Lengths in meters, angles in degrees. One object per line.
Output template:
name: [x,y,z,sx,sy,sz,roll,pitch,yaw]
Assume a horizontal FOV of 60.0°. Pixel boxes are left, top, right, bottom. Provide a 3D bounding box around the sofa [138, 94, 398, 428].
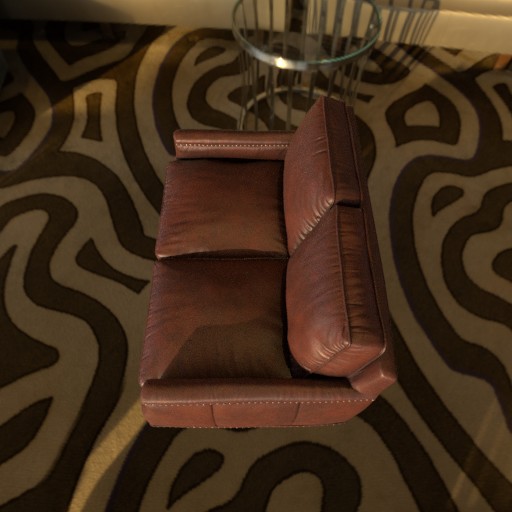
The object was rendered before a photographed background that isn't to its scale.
sofa: [0.000,0.000,2.333,1.083,1.003,1.628,0,59,0]
